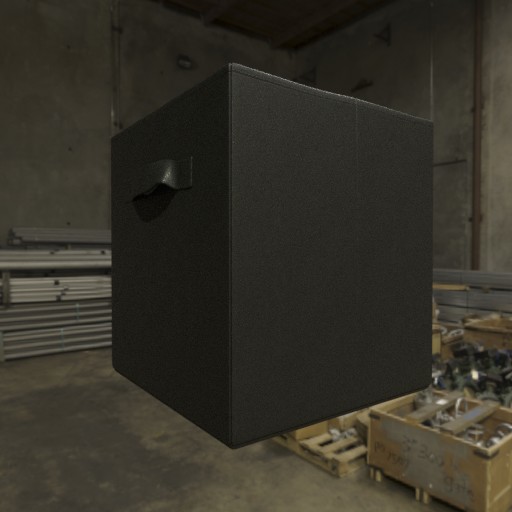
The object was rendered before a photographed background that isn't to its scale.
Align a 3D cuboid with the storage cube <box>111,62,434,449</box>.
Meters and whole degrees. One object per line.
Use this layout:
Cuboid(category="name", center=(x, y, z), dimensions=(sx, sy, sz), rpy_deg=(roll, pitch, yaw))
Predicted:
Cuboid(category="storage cube", center=(0.000, 0.000, 0.491), dimensions=(0.270, 0.280, 0.270), rpy_deg=(-1, 1, -36))
